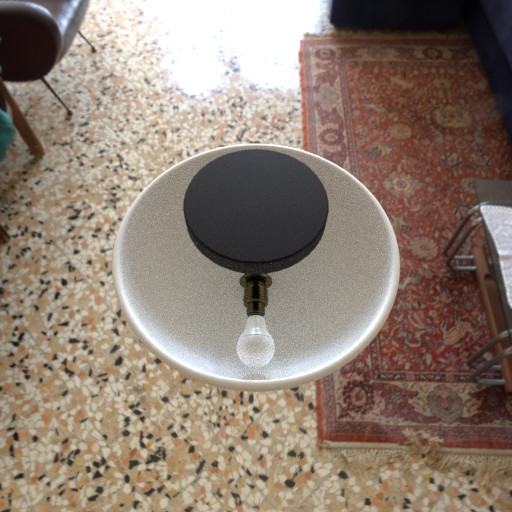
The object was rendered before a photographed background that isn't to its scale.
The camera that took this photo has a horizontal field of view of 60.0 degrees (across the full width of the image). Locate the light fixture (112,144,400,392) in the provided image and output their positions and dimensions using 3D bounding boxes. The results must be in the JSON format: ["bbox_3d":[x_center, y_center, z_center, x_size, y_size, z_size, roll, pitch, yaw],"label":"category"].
[{"bbox_3d":[0.000,0.000,0.534,0.331,0.212,0.331,0,58,0],"label":"light fixture"}]
